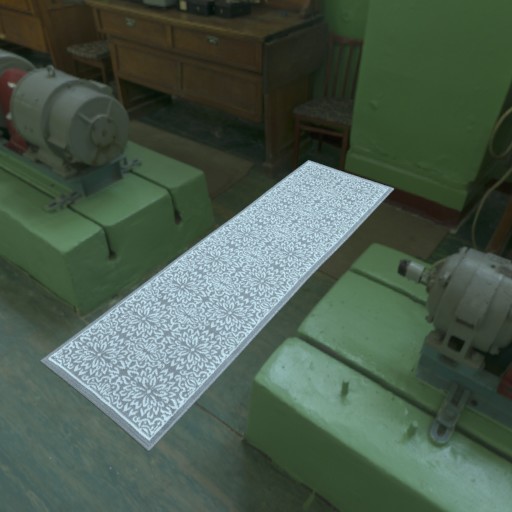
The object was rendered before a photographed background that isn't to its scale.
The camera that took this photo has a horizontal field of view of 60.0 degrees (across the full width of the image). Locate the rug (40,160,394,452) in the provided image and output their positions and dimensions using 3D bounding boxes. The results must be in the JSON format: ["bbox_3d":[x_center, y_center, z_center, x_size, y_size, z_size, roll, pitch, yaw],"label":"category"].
[{"bbox_3d":[0.000,0.000,2.401,0.662,0.011,2.196,25,46,27],"label":"rug"}]
